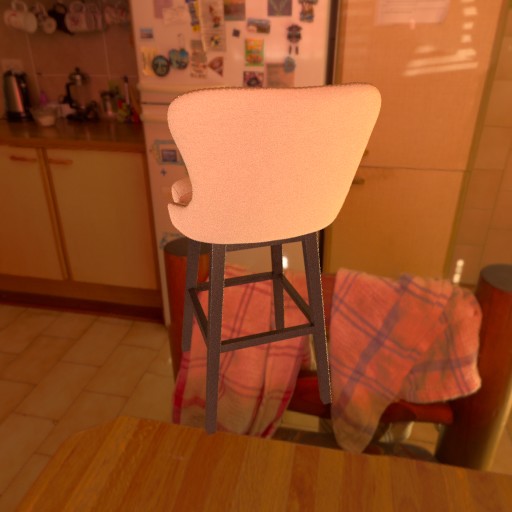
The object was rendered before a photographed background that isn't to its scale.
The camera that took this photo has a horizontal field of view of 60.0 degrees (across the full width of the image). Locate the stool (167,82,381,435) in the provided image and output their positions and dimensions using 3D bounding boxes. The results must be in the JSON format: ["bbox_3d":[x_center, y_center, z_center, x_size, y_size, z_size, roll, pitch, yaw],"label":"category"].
[{"bbox_3d":[0.000,0.000,1.403,0.528,1.066,0.605,-9,28,-17],"label":"stool"}]
